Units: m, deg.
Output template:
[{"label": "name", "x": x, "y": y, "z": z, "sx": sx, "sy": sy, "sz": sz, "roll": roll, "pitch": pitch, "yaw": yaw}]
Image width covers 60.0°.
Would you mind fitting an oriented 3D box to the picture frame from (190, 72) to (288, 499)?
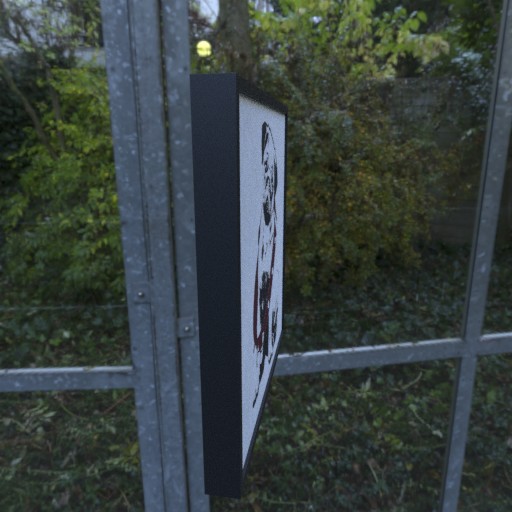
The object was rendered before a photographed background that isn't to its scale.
[{"label": "picture frame", "x": 0.000, "y": 0.000, "z": 0.466, "sx": 0.030, "sy": 0.317, "sz": 0.317, "roll": 3, "pitch": 15, "yaw": 9}]
